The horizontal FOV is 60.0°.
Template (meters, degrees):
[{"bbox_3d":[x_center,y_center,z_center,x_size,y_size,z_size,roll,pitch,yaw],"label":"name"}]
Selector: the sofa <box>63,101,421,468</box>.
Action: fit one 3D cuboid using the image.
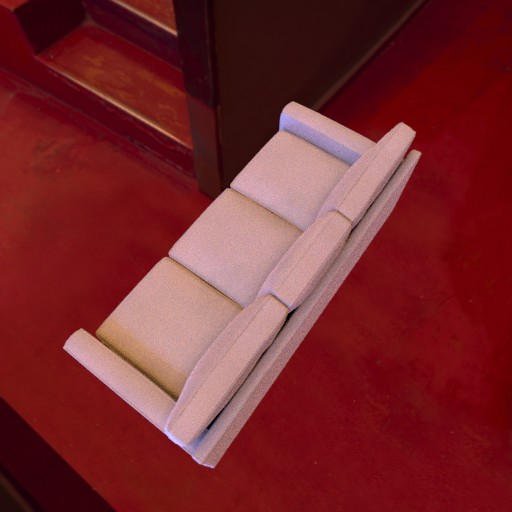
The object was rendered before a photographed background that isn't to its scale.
[{"bbox_3d":[0.000,0.000,2.595,0.935,0.862,2.088,33,68,15],"label":"sofa"}]
